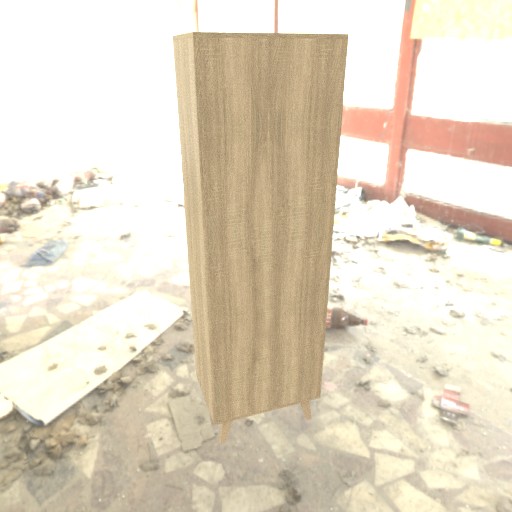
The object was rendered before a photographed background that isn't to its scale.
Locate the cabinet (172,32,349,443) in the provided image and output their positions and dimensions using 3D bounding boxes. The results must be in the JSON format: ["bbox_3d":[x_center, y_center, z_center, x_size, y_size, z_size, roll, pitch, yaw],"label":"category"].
[{"bbox_3d":[0.000,0.000,2.072,0.570,1.850,0.400,-8,26,-17],"label":"cabinet"}]
